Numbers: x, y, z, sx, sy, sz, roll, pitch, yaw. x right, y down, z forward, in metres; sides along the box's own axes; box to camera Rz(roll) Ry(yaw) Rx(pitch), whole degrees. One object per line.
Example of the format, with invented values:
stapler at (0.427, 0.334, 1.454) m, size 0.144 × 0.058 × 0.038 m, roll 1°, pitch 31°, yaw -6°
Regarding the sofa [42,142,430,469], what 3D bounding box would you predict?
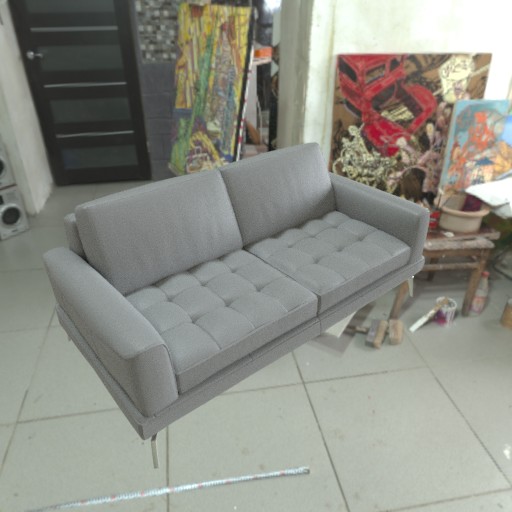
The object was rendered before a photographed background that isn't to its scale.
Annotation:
sofa at (0.000, 0.000, 2.699) m, size 2.177 × 0.930 × 1.121 m, roll -23°, pitch 38°, yaw -33°
